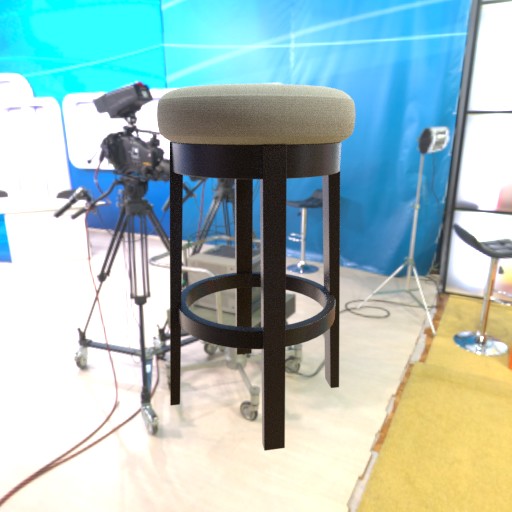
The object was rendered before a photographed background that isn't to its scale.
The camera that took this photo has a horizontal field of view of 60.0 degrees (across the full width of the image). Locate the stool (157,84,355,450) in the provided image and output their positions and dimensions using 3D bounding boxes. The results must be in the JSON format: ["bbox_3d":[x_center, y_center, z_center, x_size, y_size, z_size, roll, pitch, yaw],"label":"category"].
[{"bbox_3d":[0.000,0.000,1.067,0.446,0.758,0.446,0,17,0],"label":"stool"}]
